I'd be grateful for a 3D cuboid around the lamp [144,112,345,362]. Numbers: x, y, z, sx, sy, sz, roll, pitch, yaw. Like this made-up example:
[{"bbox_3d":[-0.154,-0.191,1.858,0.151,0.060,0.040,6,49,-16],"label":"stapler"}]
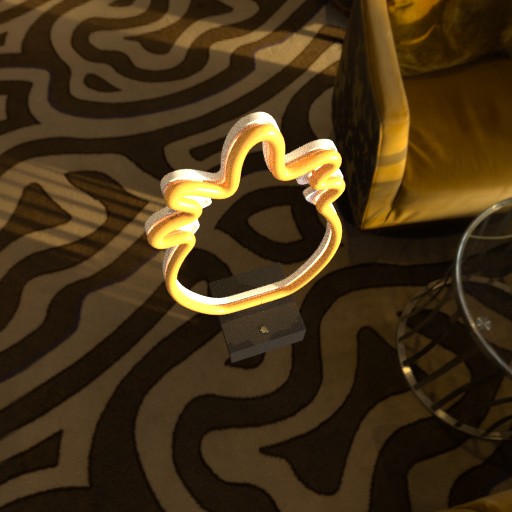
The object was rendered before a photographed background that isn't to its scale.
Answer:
[{"bbox_3d":[0.000,0.000,0.396,0.167,0.317,0.088,-16,63,-8],"label":"lamp"}]
